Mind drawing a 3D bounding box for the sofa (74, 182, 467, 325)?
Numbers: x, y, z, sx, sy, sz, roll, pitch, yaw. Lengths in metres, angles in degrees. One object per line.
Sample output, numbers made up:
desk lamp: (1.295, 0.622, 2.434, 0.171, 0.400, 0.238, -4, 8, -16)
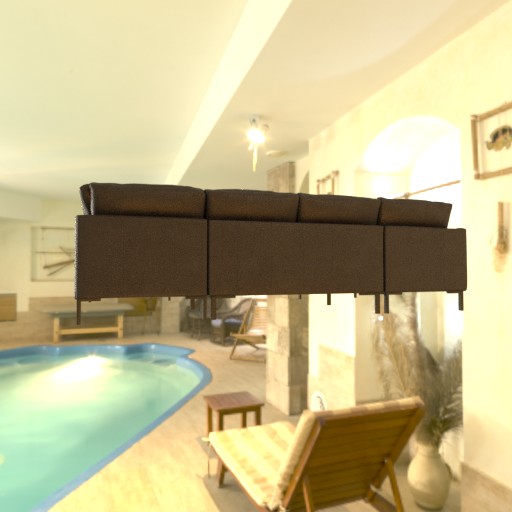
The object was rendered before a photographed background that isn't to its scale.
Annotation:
sofa: (0.000, 0.000, 4.004, 2.956, 0.900, 1.939, 1, -2, -18)
